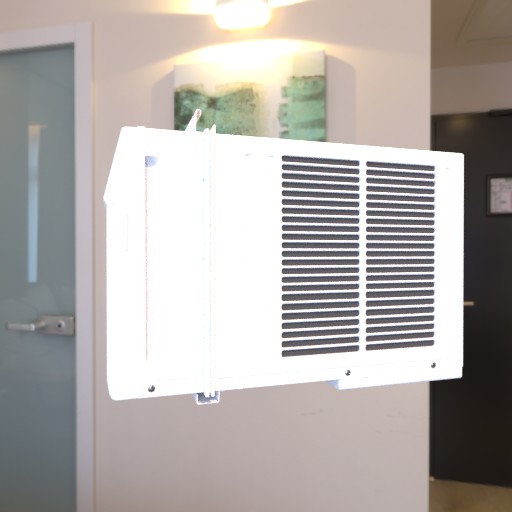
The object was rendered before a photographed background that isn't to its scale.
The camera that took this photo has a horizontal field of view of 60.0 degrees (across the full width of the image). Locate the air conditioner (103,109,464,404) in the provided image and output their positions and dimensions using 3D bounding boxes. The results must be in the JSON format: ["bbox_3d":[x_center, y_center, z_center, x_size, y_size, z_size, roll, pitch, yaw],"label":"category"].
[{"bbox_3d":[0.000,0.000,0.854,0.546,0.388,0.503,0,1,-17],"label":"air conditioner"}]
